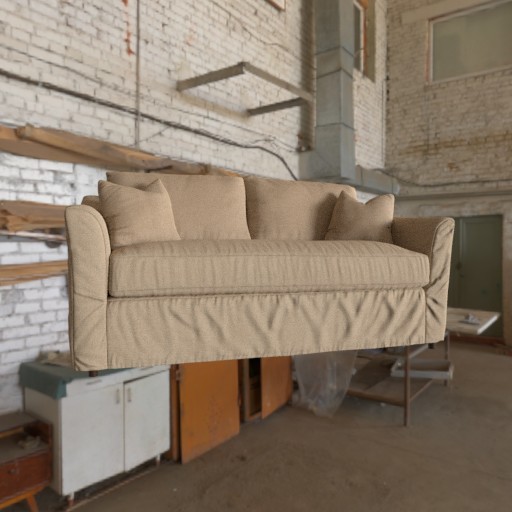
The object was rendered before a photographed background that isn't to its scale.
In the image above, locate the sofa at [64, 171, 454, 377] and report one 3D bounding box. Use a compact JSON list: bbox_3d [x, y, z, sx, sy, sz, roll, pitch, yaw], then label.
[{"bbox_3d":[0.000,0.000,2.628,2.010,1.018,1.072,0,1,-17],"label":"sofa"}]
